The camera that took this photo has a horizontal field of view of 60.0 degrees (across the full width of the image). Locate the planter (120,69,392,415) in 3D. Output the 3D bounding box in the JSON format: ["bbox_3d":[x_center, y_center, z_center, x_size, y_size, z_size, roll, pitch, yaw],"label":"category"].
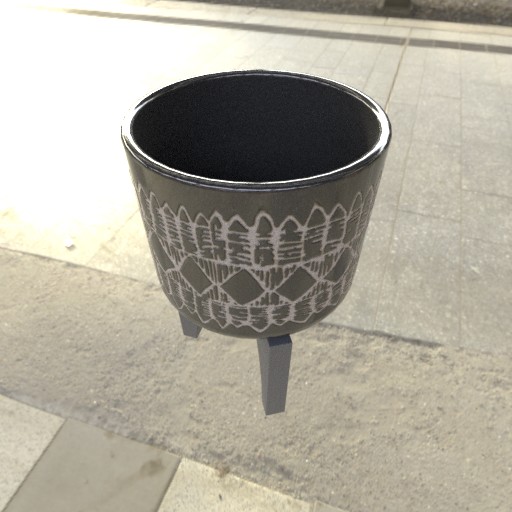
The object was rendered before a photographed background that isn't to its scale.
[{"bbox_3d":[0.000,0.000,0.533,0.251,0.355,0.251,11,43,13],"label":"planter"}]
